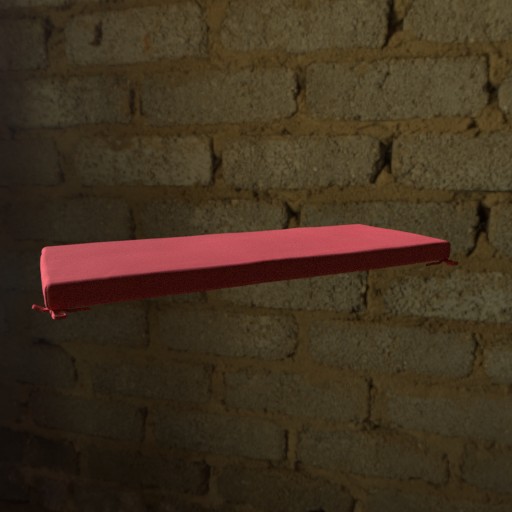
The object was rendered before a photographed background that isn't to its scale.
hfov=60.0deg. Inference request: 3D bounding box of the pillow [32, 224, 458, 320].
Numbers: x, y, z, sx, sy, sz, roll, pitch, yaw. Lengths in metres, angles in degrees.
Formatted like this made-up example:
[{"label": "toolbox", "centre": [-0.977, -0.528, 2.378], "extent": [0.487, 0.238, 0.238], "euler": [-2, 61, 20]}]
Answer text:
[{"label": "pillow", "centre": [0.000, 0.000, 1.312], "extent": [1.187, 0.081, 0.492], "euler": [-6, 13, -25]}]
